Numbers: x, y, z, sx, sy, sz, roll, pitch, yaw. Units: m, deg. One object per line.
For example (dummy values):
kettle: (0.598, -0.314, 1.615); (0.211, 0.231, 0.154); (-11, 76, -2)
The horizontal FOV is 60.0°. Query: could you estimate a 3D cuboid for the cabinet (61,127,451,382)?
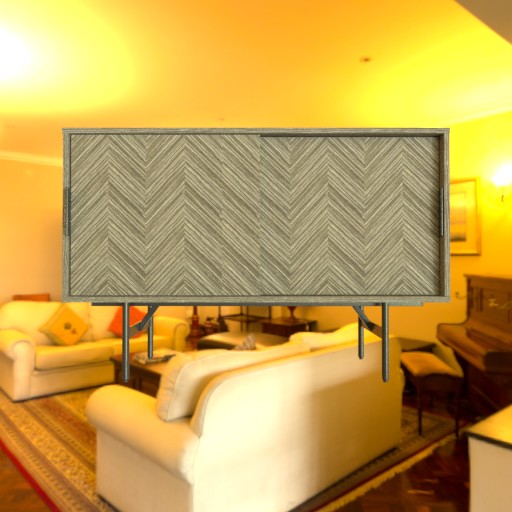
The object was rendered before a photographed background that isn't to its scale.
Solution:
cabinet: (0.000, 0.000, 1.528); (1.194, 0.787, 0.405); (0, -1, 0)
